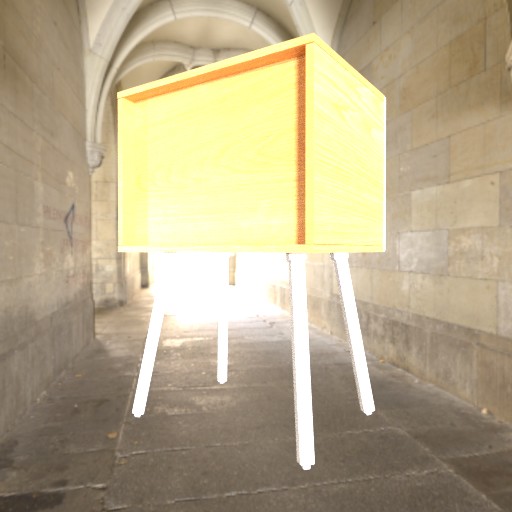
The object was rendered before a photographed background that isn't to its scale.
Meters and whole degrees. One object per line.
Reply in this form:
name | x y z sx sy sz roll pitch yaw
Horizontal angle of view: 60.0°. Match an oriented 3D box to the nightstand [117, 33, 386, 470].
nightstand | 0.000 0.000 0.837 0.400 0.601 0.316 1 1 34
